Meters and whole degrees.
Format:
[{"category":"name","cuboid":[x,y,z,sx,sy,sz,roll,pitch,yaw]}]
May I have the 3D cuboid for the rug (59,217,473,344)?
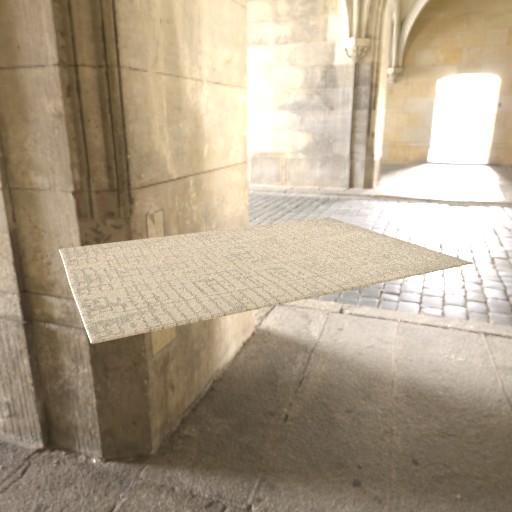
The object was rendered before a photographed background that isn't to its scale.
[{"category":"rug","cuboid":[0.000,0.000,2.332,1.827,0.007,1.211,-9,19,-26]}]
